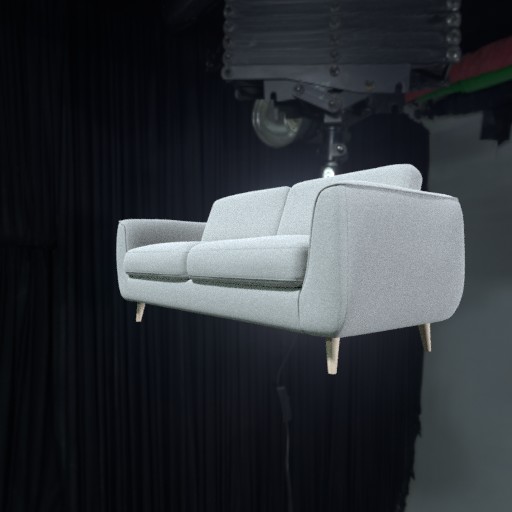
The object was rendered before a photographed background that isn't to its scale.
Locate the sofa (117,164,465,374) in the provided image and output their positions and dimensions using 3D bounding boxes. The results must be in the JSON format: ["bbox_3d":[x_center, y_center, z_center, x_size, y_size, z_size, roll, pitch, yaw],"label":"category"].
[{"bbox_3d":[0.000,0.000,2.440,0.920,0.850,2.000,0,-1,-38],"label":"sofa"}]
